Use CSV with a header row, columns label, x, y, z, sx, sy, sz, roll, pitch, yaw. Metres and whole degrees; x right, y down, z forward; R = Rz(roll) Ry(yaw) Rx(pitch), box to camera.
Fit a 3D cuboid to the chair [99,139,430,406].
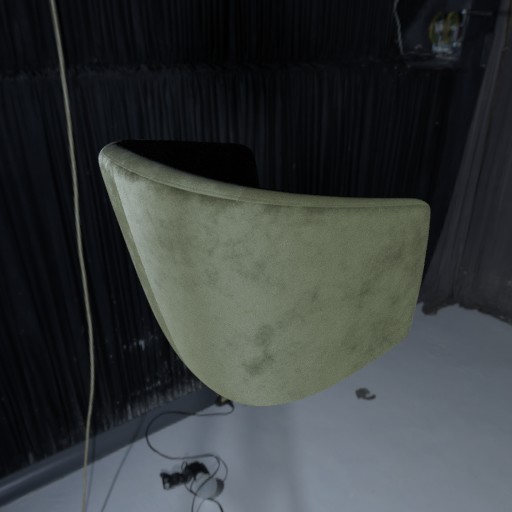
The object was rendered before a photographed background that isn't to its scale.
label,x,y,z,sx,sy,sz,roll,pitch,yaw
chair,0.000,0.000,1.304,0.767,0.698,0.773,-18,31,-32
